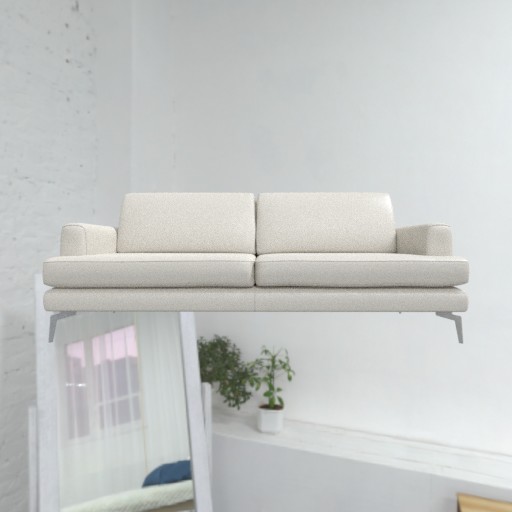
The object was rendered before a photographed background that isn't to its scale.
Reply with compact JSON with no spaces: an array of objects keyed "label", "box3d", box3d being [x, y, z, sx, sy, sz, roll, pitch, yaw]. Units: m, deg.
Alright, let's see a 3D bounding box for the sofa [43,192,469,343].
[{"label":"sofa","box3d":[0.000,0.000,2.464,1.940,0.765,0.974,0,1,1]}]
